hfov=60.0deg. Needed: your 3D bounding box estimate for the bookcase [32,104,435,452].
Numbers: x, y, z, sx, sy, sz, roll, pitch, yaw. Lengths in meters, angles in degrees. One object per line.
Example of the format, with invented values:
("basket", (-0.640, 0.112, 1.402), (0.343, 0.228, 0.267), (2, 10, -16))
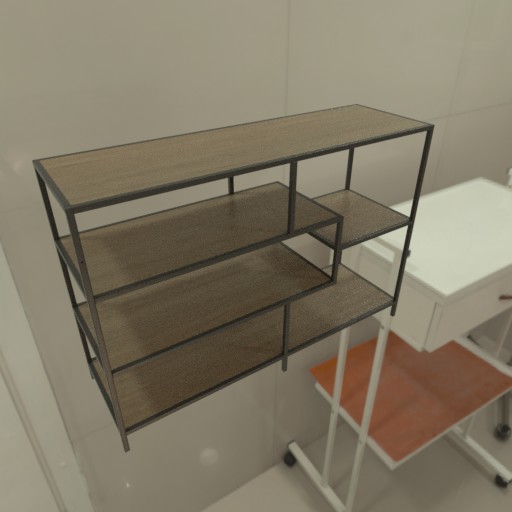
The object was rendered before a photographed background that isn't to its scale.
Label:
("bookcase", (0.000, 0.000, 1.477), (1.140, 0.780, 0.350), (-19, 36, -28))
